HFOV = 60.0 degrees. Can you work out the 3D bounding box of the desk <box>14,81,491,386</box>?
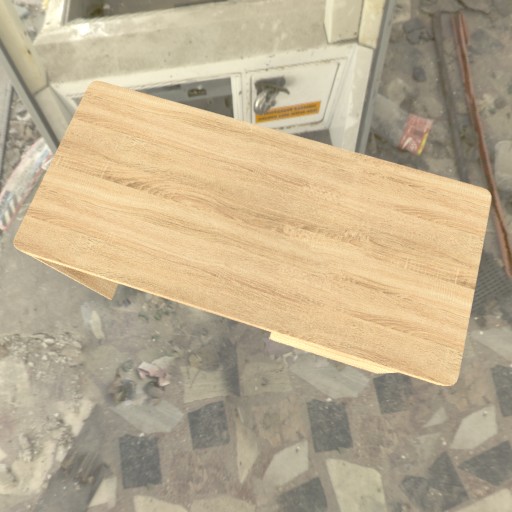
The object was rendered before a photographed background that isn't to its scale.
[{"bbox_3d":[0.000,0.000,1.566,1.200,0.760,0.550,17,75,5],"label":"desk"}]
